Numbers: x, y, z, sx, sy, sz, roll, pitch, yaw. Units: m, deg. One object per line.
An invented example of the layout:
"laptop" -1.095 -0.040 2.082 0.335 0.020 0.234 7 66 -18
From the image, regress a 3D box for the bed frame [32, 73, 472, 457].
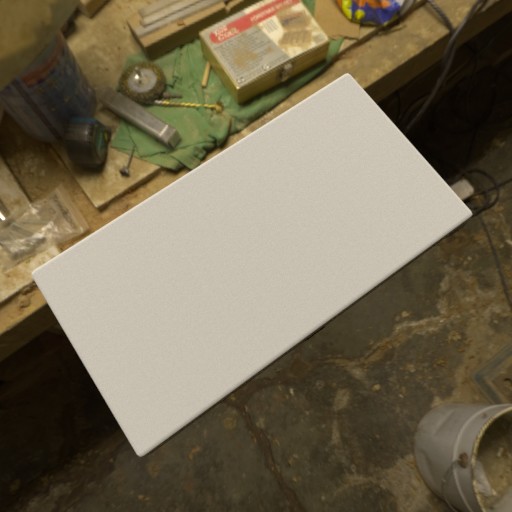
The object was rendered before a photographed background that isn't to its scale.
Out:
"bed frame" 0.000 0.000 3.211 2.635 0.680 1.393 -34 78 -9
